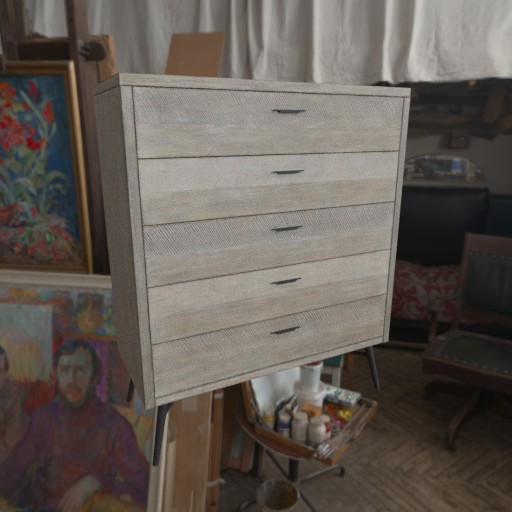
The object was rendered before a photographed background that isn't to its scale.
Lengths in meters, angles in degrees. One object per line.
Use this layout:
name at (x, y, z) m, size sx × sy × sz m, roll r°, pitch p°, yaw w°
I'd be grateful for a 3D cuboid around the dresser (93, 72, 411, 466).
dresser at (0.000, 0.000, 1.707) m, size 1.016 × 1.219 × 0.457 m, roll -8°, pitch 18°, yaw -26°
